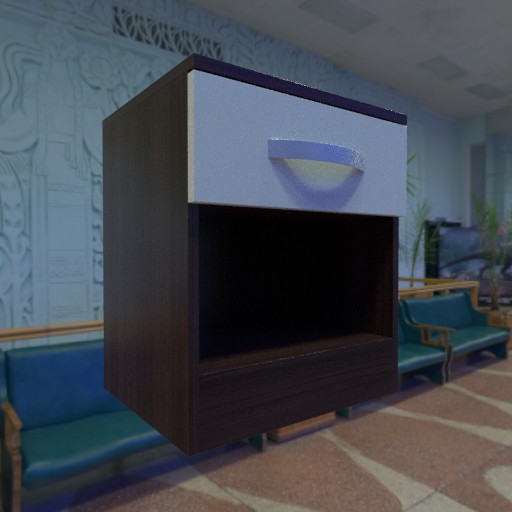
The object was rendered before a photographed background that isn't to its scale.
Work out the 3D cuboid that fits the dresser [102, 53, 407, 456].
[{"bbox_3d":[0.000,0.000,0.749,0.400,0.470,0.360,-1,1,-36],"label":"dresser"}]
